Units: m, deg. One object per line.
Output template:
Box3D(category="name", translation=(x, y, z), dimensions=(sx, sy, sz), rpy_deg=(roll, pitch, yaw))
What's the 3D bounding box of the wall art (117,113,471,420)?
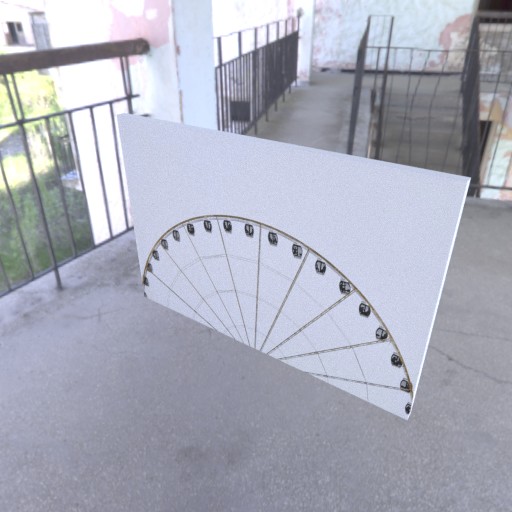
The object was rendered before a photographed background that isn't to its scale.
Box3D(category="wall art", translation=(0.000, 0.000, 1.452), dimensions=(1.144, 0.767, 0.038), rpy_deg=(19, 35, 29))
